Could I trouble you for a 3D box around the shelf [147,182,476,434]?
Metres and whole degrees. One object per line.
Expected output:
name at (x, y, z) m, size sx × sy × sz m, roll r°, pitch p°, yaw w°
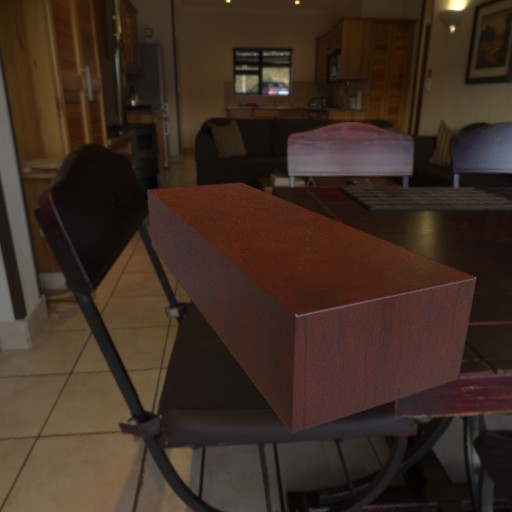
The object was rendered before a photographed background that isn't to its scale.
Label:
shelf at (0.000, 0.000, 0.510) m, size 0.152 × 0.088 × 0.457 m, roll -8°, pitch 21°, yaw -23°
